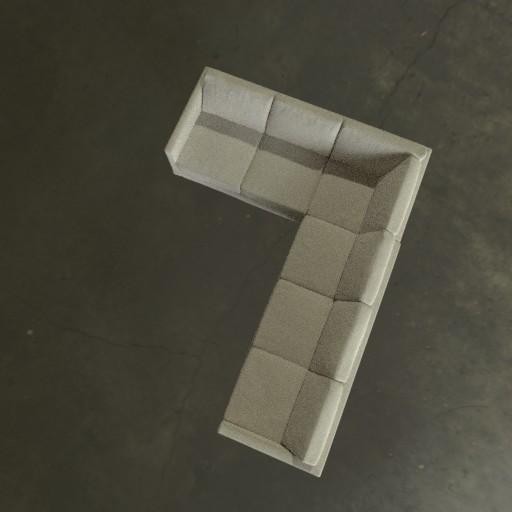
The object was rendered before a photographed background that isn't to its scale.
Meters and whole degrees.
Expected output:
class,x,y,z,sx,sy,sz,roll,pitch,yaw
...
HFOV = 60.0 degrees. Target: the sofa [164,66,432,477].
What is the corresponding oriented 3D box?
class,x,y,z,sx,sy,sz,roll,pitch,yaw
sofa,0.000,0.000,4.300,2.432,0.863,3.182,22,78,5
